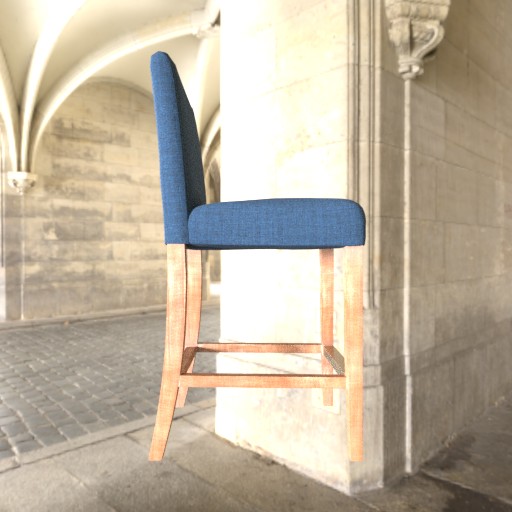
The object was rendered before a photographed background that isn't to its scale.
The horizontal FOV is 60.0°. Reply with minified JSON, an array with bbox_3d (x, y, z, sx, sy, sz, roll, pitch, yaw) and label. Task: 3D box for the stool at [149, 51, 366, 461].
[{"bbox_3d":[0.000,0.000,1.331,0.567,1.039,0.454,0,1,-1],"label":"stool"}]
